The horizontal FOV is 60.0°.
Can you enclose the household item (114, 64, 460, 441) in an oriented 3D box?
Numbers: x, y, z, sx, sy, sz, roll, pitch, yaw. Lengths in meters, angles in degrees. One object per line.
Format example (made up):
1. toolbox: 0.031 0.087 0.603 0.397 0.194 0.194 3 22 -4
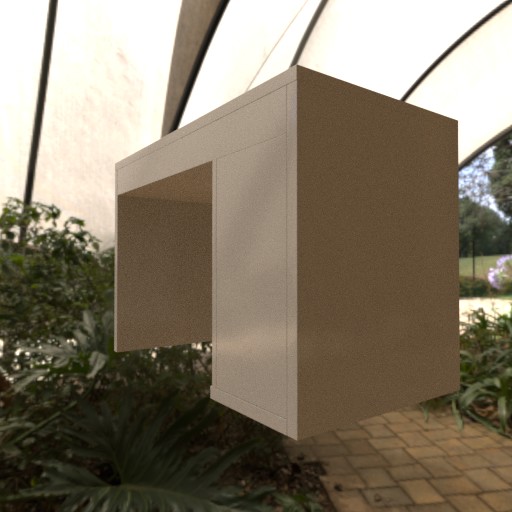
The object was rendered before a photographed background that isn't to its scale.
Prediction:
1. household item: 0.000 0.000 1.500 0.597 0.749 1.100 1 -1 -36
